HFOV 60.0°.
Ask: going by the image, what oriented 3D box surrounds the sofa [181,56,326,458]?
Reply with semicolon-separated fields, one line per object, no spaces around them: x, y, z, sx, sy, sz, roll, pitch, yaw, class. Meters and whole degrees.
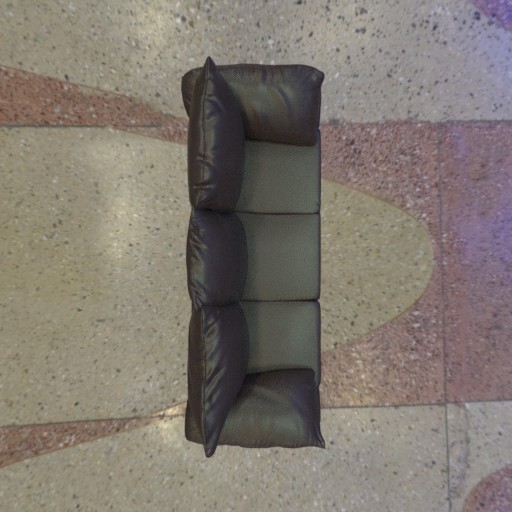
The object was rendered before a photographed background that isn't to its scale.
0.000;0.000;2.909;0.907;1.091;2.390;0;90;0;sofa
